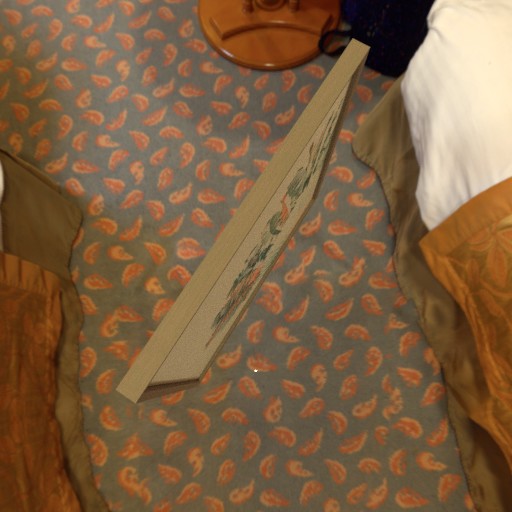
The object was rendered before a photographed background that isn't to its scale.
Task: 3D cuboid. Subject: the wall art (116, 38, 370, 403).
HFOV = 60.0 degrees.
[{"bbox_3d":[0.000,0.000,1.134,0.038,0.758,0.761,31,78,8],"label":"wall art"}]
